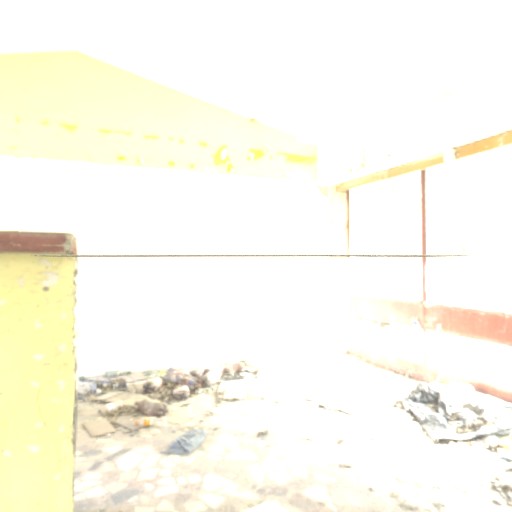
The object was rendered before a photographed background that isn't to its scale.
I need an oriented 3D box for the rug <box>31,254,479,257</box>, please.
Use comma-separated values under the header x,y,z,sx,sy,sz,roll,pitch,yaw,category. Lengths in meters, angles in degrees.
x,y,z,sx,sy,sz,roll,pitch,yaw,category
0.000,0.000,2.625,2.372,0.008,0.620,0,-1,-1,rug
